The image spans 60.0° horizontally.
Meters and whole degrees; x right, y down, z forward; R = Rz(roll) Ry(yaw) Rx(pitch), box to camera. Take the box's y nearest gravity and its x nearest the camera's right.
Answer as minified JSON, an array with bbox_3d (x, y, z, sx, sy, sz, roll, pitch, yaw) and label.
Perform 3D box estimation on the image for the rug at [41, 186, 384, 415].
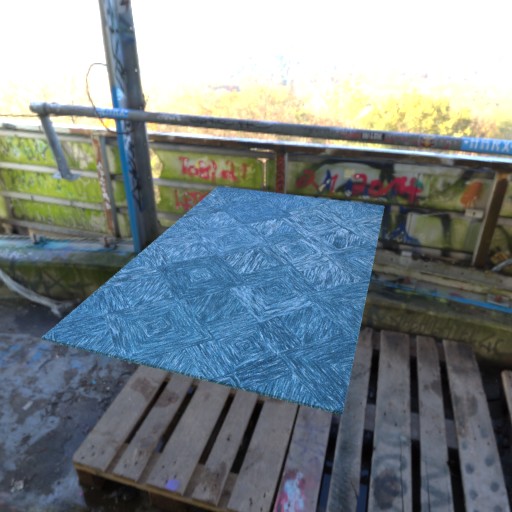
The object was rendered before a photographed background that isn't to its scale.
[{"bbox_3d":[0.000,0.000,2.935,1.490,0.015,2.277,9,30,16],"label":"rug"}]
